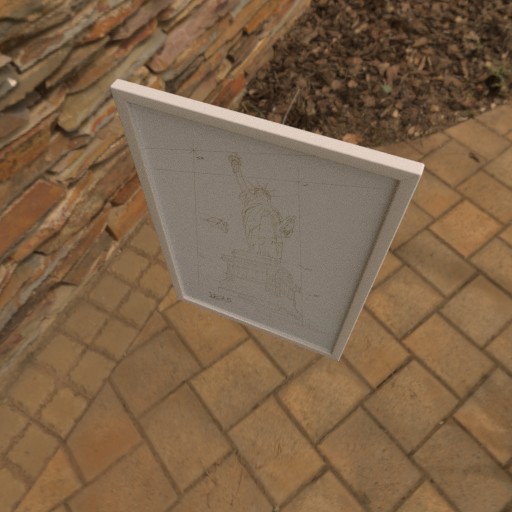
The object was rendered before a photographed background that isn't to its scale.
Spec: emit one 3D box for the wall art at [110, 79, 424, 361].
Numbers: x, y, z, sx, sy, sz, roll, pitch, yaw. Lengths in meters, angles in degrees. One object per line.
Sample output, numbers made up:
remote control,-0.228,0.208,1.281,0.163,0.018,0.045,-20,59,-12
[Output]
wall art,0.000,0.000,1.077,0.556,0.813,0.026,19,59,12
